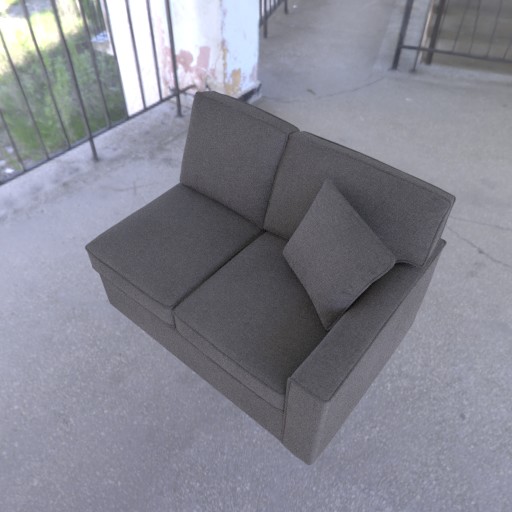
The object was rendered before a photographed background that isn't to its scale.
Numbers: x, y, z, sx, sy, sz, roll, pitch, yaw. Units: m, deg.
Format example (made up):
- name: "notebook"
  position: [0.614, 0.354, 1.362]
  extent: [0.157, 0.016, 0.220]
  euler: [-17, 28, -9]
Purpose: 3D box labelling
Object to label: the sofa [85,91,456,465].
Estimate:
- name: "sofa"
  position: [0.000, 0.000, 2.081]
  extent: [1.388, 0.989, 0.991]
  euler: [31, 53, 27]
